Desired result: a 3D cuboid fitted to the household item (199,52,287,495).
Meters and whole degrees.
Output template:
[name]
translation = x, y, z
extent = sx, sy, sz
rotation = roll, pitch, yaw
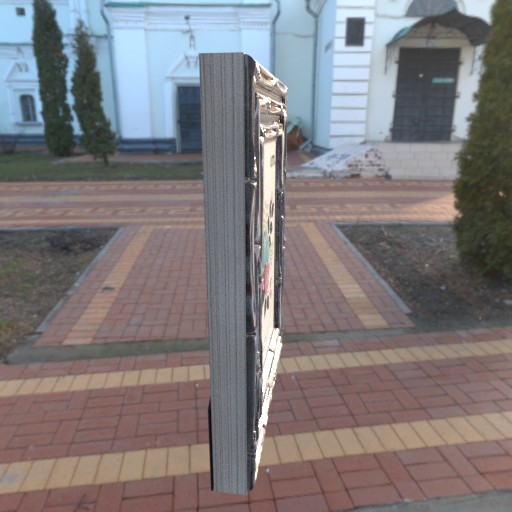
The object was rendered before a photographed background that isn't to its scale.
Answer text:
[household item]
translation = 0.000, 0.000, 0.283
extent = 0.025, 0.216, 0.165
rotation = 3, 17, 8
